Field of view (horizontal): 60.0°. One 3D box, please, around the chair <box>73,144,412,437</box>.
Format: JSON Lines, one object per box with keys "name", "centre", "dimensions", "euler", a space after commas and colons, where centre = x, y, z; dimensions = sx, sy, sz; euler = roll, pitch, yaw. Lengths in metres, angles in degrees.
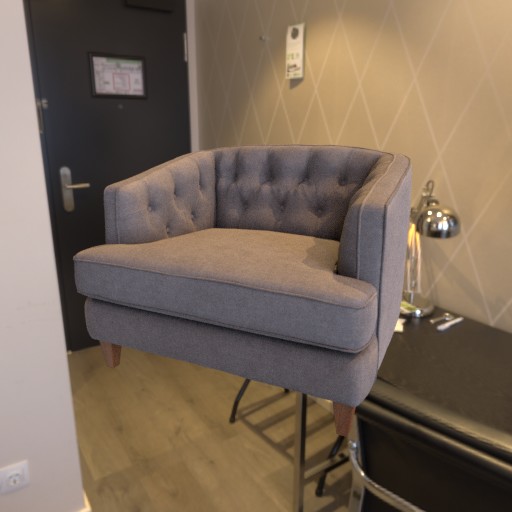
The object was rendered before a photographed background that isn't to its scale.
{"name": "chair", "centre": [0.000, 0.000, 1.777], "dimensions": [1.104, 0.852, 0.941], "euler": [7, 17, 25]}
